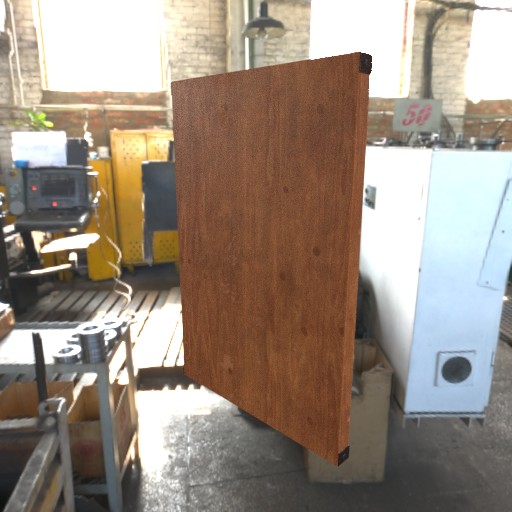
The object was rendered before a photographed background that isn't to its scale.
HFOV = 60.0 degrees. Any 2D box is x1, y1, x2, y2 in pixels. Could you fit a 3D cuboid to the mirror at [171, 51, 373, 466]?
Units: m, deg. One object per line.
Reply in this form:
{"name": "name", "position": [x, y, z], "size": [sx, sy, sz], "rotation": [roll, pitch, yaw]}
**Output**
{"name": "mirror", "position": [0.000, 0.000, 0.977], "size": [0.517, 0.761, 0.053], "rotation": [14, 20, 43]}
